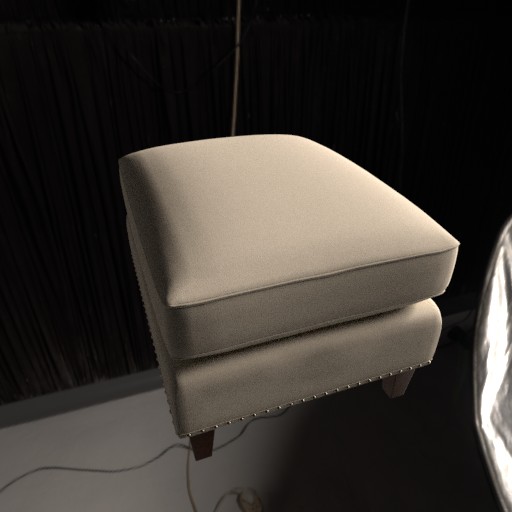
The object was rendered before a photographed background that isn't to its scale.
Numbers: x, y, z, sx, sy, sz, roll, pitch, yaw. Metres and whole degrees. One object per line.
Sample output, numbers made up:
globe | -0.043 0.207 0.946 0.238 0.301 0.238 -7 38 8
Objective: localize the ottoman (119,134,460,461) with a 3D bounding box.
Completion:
ottoman | 0.000 0.000 1.134 0.584 0.513 0.741 -11 33 -17
